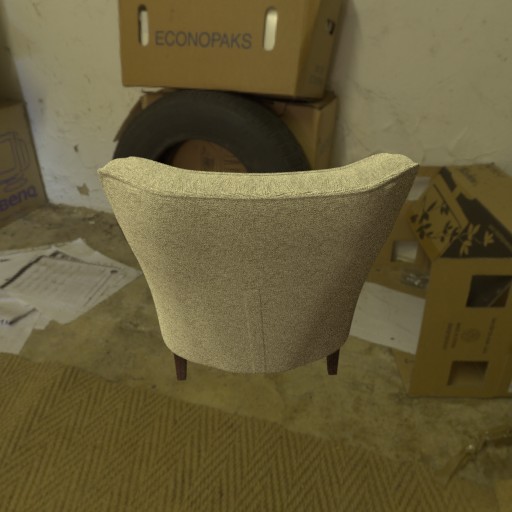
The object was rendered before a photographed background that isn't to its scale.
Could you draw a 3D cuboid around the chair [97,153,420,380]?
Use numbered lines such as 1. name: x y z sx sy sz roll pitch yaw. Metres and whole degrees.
1. chair: 0.000 0.000 1.638 0.820 0.920 0.910 -1 31 -2
